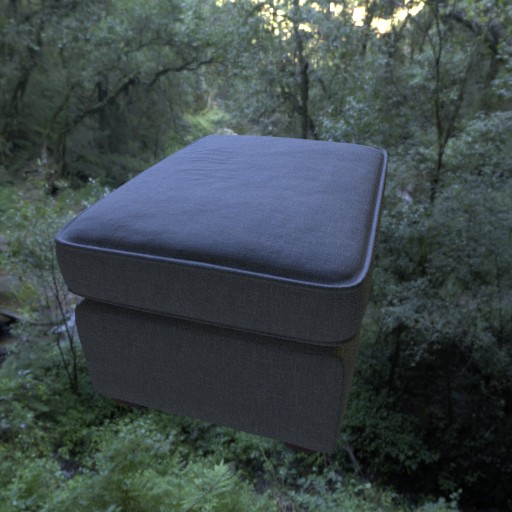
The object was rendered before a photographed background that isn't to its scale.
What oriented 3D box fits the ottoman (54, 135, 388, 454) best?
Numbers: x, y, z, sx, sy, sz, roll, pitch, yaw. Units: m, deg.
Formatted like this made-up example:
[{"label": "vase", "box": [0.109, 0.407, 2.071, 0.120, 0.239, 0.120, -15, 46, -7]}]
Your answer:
[{"label": "ottoman", "box": [0.000, 0.000, 1.090, 0.559, 0.457, 0.762, 9, 31, 15]}]
